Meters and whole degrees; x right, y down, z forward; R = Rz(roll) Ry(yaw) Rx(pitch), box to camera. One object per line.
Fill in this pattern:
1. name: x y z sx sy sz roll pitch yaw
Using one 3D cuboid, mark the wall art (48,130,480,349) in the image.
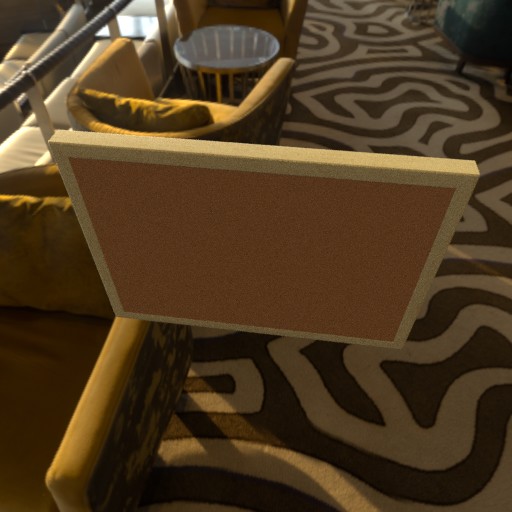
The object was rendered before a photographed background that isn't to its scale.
1. wall art: 0.000 0.000 0.691 0.533 0.381 0.032 6 47 5
